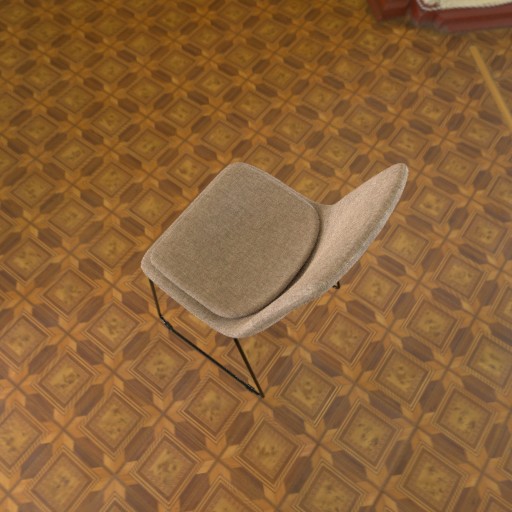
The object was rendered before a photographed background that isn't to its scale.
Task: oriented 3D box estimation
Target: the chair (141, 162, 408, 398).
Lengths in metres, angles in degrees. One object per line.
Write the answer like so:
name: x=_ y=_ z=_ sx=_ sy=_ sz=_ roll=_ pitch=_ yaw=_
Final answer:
chair: x=0.000 y=0.000 z=1.177 sx=0.518 sy=0.858 sz=0.479 roll=33 pitch=68 yaw=15
